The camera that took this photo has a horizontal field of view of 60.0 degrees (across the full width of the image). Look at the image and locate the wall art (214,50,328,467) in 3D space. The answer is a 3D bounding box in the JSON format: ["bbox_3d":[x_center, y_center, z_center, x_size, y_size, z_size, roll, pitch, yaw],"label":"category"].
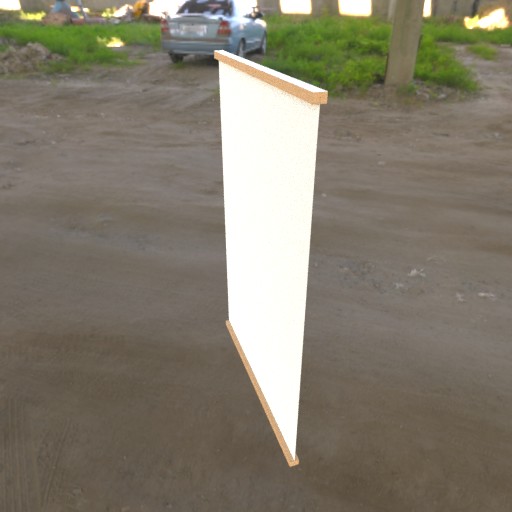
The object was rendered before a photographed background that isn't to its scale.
[{"bbox_3d":[0.000,0.000,1.282,0.027,1.020,0.669,-10,32,-16],"label":"wall art"}]
